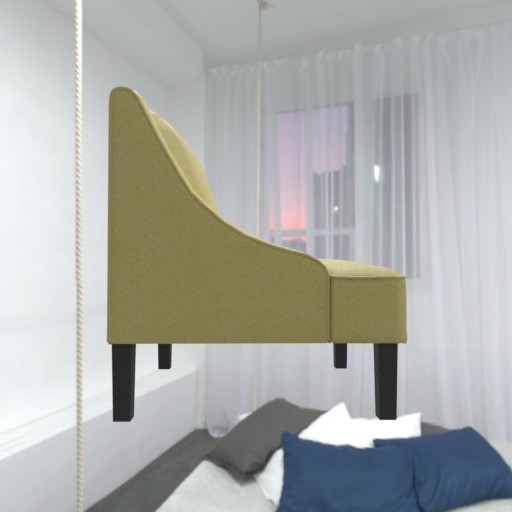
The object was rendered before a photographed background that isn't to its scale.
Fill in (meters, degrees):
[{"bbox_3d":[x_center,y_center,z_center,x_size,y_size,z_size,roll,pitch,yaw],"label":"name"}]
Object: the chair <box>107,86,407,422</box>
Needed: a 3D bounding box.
[{"bbox_3d":[0.000,0.000,1.515,0.814,0.896,0.696,0,-1,-1],"label":"chair"}]
